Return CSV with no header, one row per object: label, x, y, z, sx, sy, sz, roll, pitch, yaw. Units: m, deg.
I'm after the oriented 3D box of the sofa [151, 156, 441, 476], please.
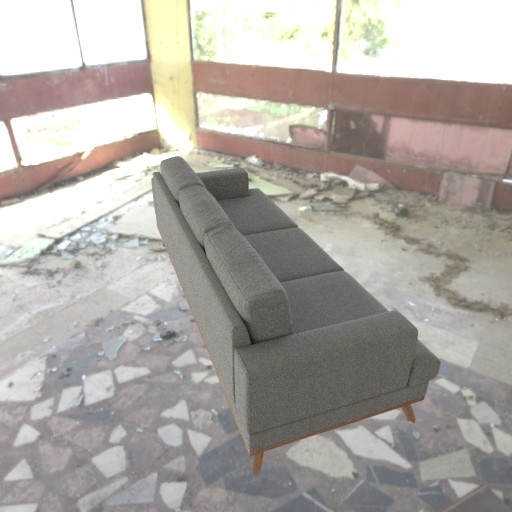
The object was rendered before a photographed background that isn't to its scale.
sofa,0.000,0.000,2.746,0.920,0.810,2.310,-10,31,-18
